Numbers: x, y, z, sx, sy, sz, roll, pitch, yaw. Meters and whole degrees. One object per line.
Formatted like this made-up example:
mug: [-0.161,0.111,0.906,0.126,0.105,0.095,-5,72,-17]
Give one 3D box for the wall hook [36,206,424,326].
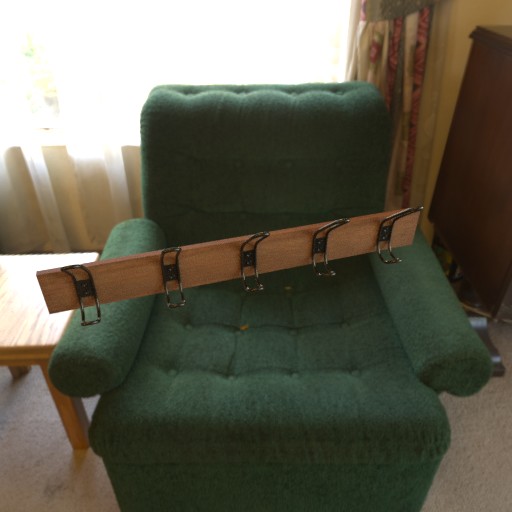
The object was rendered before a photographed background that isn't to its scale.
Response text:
wall hook: [0.000,0.000,0.602,0.554,0.116,0.076,-10,36,-15]
